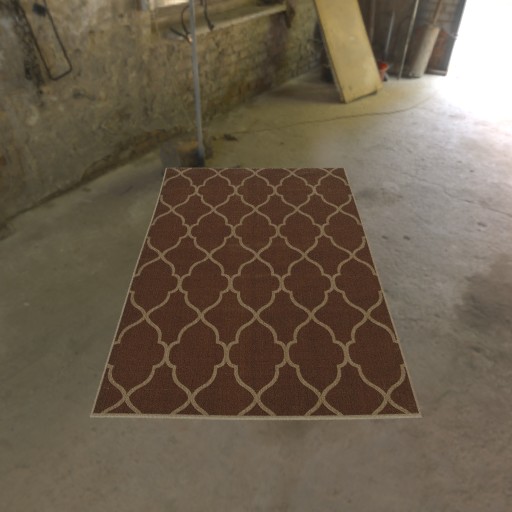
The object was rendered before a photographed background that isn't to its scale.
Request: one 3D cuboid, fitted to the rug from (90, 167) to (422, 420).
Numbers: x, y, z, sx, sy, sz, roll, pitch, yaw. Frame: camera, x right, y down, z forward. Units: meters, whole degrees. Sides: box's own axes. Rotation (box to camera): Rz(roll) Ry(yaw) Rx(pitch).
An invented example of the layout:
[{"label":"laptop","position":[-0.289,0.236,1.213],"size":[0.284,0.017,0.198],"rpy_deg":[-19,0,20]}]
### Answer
[{"label":"rug","position":[0.000,0.000,2.888],"size":[1.528,0.014,2.294],"rpy_deg":[0,41,0]}]
